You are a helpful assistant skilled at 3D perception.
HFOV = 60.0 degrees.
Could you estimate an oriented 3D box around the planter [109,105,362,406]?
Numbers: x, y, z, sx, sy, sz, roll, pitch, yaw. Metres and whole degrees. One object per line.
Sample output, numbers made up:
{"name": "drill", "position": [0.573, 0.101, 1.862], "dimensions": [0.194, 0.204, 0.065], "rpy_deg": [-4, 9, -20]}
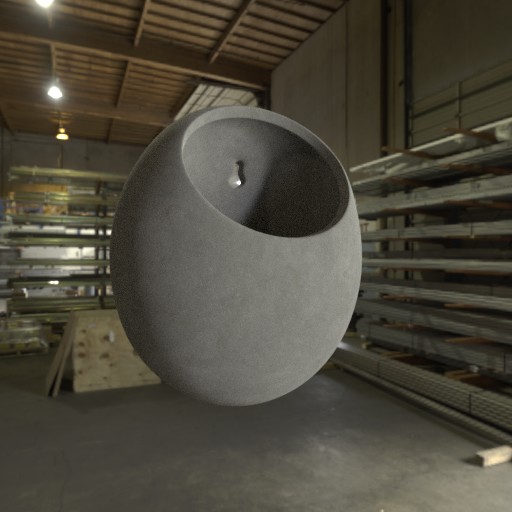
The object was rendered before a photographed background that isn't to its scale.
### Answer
{"name": "planter", "position": [0.000, 0.000, 0.283], "dimensions": [0.185, 0.188, 0.071], "rpy_deg": [0, 0, -35]}
